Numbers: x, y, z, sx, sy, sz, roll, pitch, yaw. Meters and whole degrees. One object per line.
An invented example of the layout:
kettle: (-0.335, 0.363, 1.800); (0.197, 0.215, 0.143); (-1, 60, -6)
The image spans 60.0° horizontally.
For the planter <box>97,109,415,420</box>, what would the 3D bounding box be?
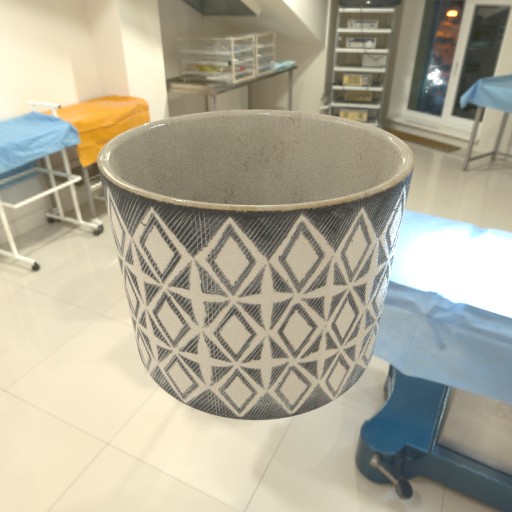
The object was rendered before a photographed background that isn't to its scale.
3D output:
planter: (0.000, 0.000, 0.322); (0.192, 0.165, 0.192); (0, 31, 0)
